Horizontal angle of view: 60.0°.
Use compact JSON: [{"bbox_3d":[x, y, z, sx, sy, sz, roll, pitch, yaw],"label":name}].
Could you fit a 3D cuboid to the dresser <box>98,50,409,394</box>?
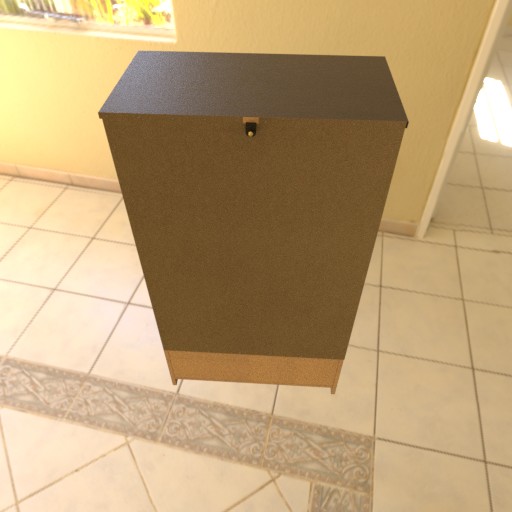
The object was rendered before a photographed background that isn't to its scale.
[{"bbox_3d":[0.000,0.000,1.572,0.704,1.254,0.418,3,45,3],"label":"dresser"}]
